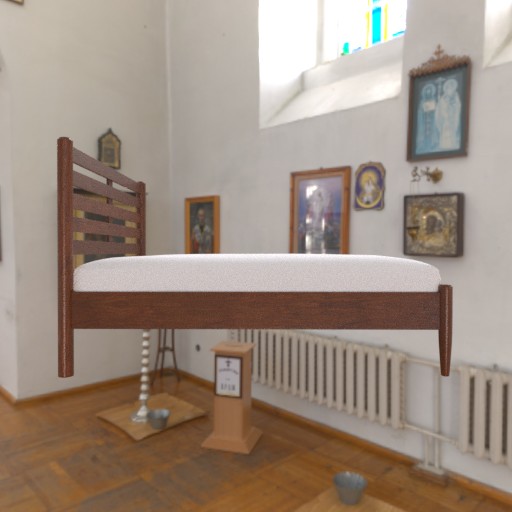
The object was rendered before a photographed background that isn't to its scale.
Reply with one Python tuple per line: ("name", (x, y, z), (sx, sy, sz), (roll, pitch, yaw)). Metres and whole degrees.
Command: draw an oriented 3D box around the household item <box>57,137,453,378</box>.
("household item", (0.000, 0.000, 3.300), (2.232, 1.356, 1.663), (0, 1, 1))
